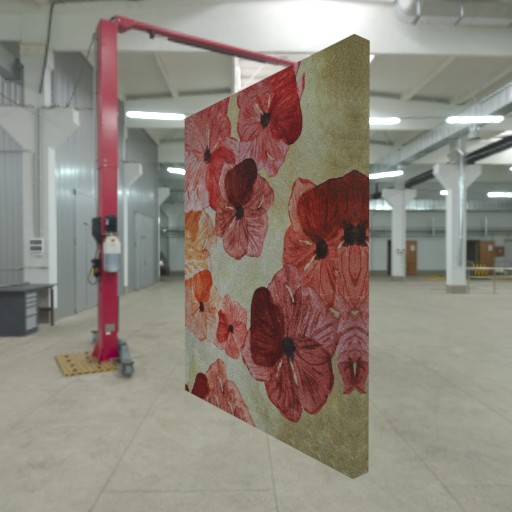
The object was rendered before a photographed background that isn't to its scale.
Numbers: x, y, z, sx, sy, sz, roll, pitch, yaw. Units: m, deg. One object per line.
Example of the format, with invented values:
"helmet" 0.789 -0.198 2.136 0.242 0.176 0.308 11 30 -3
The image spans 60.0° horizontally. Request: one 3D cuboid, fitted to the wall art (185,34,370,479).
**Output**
"wall art" 0.000 0.000 0.675 0.028 0.508 0.406 -1 1 -37
